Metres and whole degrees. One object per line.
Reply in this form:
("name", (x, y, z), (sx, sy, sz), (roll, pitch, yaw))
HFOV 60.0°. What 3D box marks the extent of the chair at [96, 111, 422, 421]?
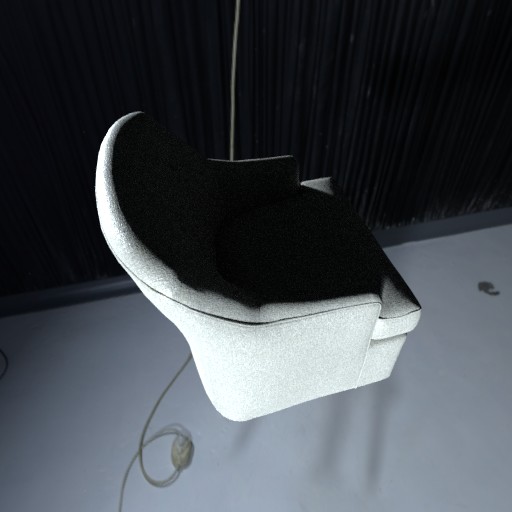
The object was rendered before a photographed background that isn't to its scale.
("chair", (0.000, 0.000, 1.581), (0.923, 0.856, 0.864), (-11, 46, -11))
